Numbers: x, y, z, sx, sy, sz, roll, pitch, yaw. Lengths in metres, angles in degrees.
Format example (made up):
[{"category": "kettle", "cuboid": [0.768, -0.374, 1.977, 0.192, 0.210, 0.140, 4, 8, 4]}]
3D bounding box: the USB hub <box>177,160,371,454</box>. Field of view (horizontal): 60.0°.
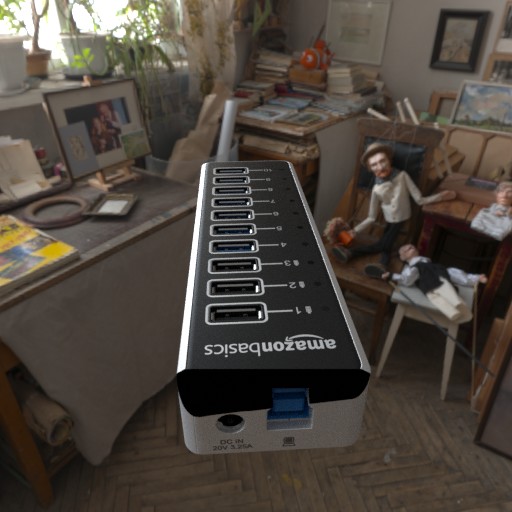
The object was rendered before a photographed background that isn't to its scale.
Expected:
[{"category": "USB hub", "cuboid": [0.000, 0.000, 0.164, 0.044, 0.023, 0.145, -2, 31, -3]}]
